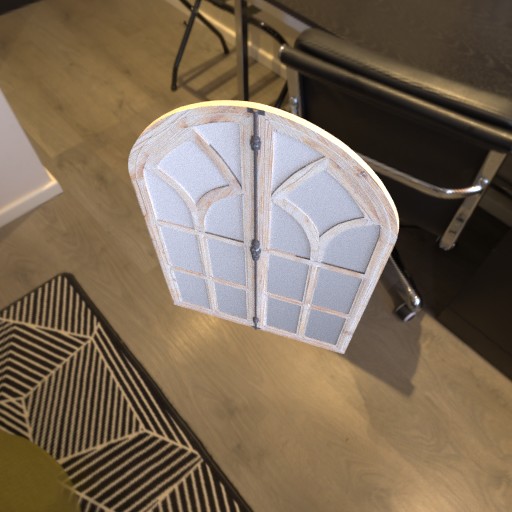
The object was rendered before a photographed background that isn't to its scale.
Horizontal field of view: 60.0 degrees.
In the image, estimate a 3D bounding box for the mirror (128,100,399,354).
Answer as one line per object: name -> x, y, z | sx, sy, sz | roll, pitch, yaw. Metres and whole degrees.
mirror -> 0.000, 0.000, 1.132 | 0.609, 0.915, 0.032 | 15, 58, 9
